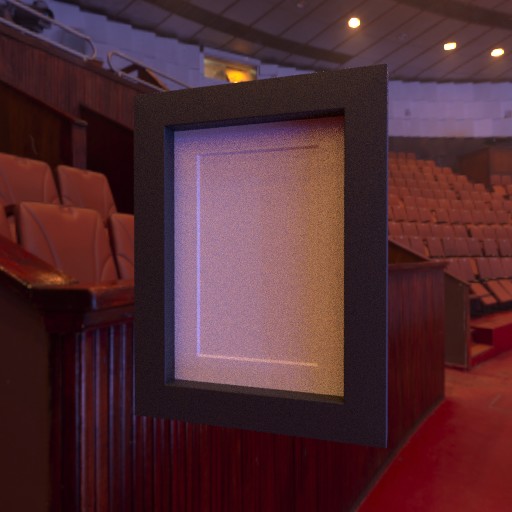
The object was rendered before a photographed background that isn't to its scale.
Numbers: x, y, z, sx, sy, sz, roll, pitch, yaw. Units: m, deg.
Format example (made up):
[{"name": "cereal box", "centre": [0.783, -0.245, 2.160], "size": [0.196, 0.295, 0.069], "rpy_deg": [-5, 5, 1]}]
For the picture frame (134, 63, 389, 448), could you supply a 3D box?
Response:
[{"name": "picture frame", "centre": [0.000, 0.000, 0.276], "size": [0.157, 0.208, 0.028], "rpy_deg": [0, 1, 18]}]
